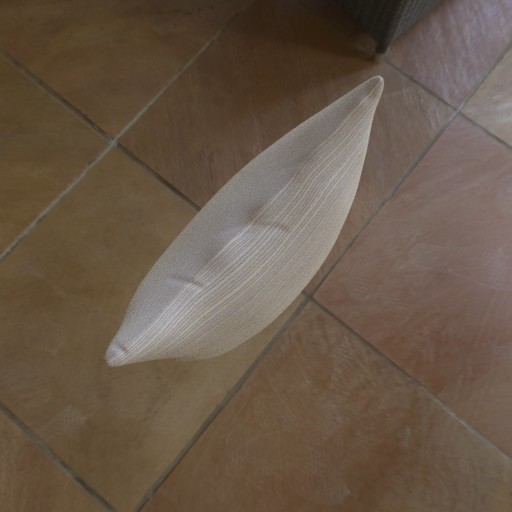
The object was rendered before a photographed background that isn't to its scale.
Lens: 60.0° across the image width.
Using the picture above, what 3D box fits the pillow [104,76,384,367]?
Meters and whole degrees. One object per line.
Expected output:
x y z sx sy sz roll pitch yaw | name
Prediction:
0.000 0.000 0.789 0.204 0.497 0.512 42 81 8 | pillow
